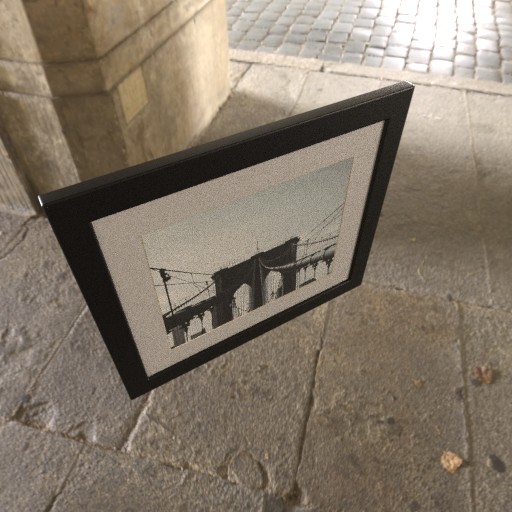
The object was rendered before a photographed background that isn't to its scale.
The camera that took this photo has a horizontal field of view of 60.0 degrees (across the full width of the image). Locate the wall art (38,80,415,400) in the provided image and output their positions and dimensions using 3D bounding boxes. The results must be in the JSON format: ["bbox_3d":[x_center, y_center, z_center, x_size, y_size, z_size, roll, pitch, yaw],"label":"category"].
[{"bbox_3d":[0.000,0.000,0.714,0.521,0.450,0.018,-23,51,-20],"label":"wall art"}]
